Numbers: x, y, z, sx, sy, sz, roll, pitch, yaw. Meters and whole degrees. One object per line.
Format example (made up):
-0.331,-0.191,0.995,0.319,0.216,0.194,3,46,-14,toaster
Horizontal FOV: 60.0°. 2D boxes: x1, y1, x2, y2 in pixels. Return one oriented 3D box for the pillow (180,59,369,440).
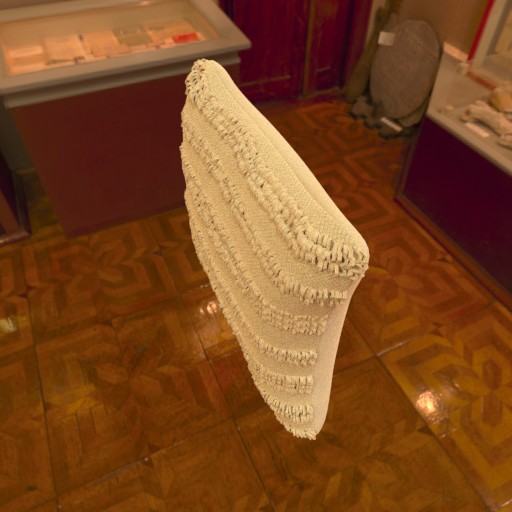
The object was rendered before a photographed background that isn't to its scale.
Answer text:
0.000,0.000,0.658,0.145,0.427,0.437,-17,49,-15,pillow
